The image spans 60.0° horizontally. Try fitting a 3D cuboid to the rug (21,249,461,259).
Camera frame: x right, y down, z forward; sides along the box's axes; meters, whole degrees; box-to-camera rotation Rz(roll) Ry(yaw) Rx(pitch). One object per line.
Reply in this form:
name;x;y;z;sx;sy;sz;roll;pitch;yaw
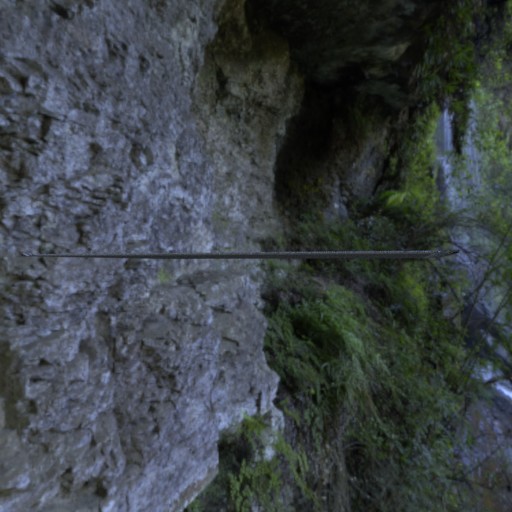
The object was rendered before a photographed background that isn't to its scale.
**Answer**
rug;0.000;0.000;2.939;2.312;0.017;1.613;0;-1;19
